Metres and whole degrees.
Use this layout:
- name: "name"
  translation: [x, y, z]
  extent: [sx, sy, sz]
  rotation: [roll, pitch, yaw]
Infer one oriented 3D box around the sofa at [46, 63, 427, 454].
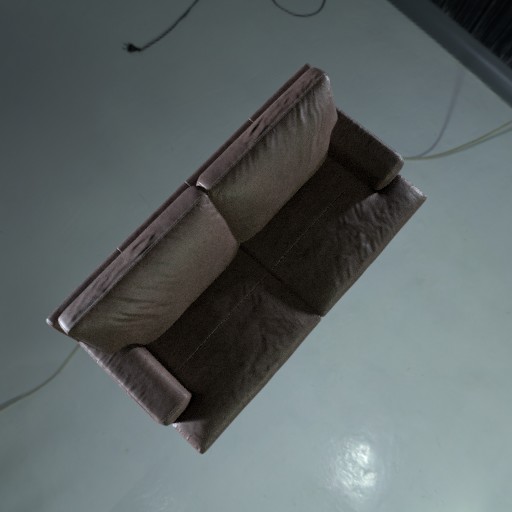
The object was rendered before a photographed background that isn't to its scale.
- name: "sofa"
  translation: [0.000, 0.000, 2.783]
  extent: [1.143, 0.941, 2.261]
  rotation: [42, 80, 9]
